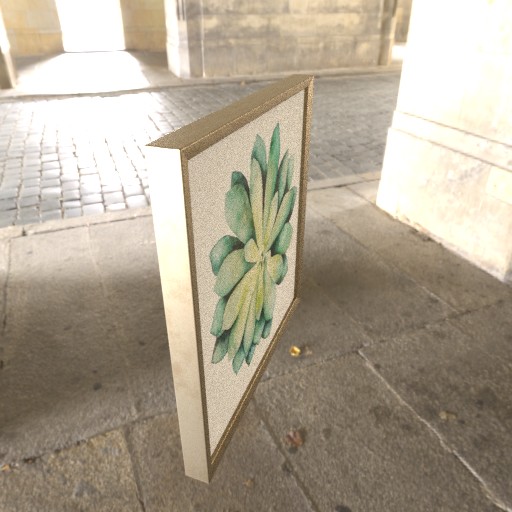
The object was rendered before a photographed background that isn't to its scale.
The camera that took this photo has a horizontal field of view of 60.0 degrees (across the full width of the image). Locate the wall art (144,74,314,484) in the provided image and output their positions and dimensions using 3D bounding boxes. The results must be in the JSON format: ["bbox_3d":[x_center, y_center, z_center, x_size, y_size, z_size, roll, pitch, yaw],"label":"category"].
[{"bbox_3d":[0.000,0.000,0.744,0.040,0.506,0.503,11,32,18],"label":"wall art"}]
